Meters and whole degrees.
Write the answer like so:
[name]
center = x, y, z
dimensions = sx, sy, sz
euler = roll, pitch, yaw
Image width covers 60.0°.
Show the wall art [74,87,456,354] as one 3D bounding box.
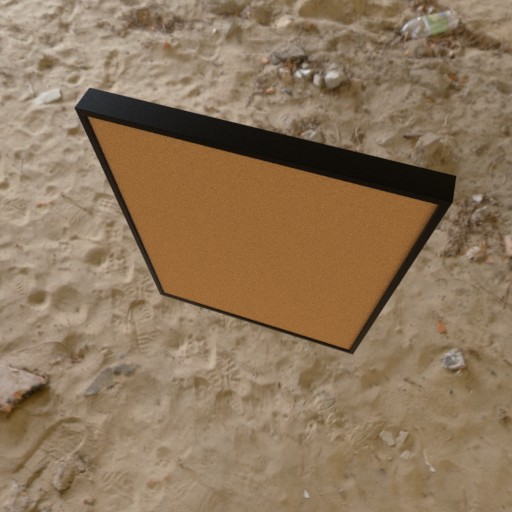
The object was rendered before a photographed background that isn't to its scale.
[wall art]
center = 0.000, 0.000, 0.753
dimensions = 0.451, 0.553, 0.039
euler = 16, 62, 9
